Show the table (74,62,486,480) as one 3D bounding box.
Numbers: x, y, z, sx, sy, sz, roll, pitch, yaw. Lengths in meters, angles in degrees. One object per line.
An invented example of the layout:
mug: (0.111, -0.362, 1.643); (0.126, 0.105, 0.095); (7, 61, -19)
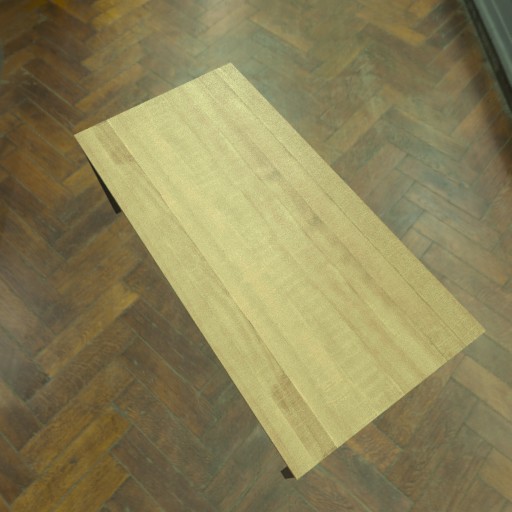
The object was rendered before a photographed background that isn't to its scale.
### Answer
table: (0.000, 0.000, 1.348); (0.551, 0.399, 1.100); (-31, 67, -15)
